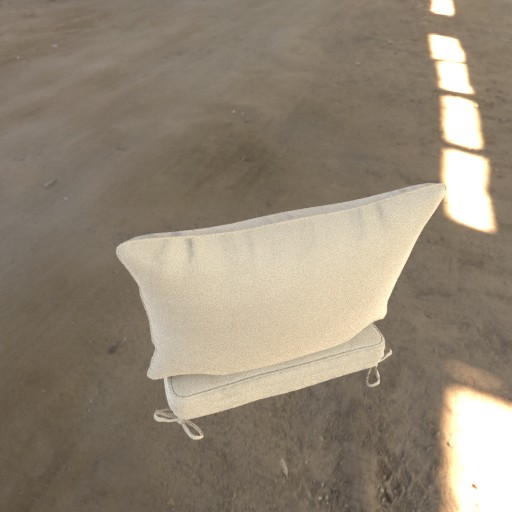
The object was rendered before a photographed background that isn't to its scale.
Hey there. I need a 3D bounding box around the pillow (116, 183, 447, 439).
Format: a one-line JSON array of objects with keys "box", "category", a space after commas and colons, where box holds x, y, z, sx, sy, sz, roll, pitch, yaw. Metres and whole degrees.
[{"box": [0.000, 0.000, 1.383, 0.798, 0.716, 0.733, -12, 42, -14], "category": "pillow"}]
